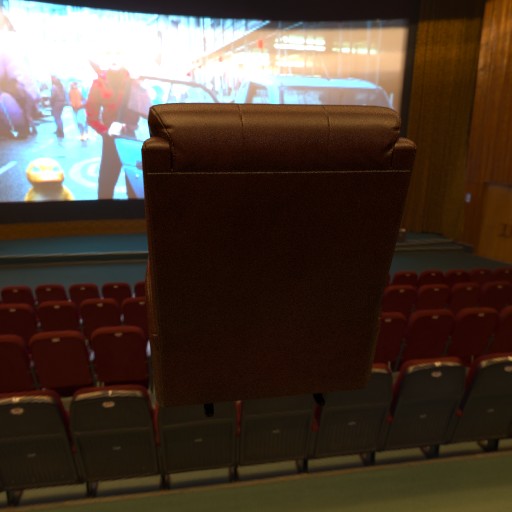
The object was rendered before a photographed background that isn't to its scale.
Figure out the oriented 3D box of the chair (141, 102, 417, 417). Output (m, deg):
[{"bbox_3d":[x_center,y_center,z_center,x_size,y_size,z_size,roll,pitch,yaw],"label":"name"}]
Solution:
[{"bbox_3d":[0.000,0.000,1.655,0.787,1.016,0.939,-2,14,-9],"label":"chair"}]
